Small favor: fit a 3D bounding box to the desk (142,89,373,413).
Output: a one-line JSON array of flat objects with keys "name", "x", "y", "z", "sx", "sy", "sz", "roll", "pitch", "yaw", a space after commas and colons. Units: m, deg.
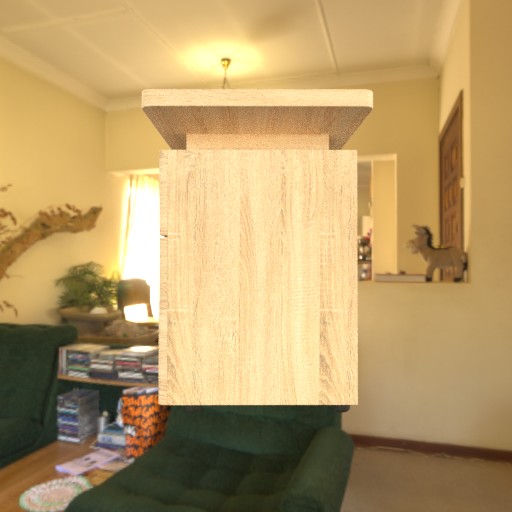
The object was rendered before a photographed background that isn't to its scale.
[{"name": "desk", "x": 0.000, "y": 0.000, "z": 1.725, "sx": 0.550, "sy": 0.760, "sz": 1.400, "roll": 0, "pitch": -1, "yaw": 0}]
